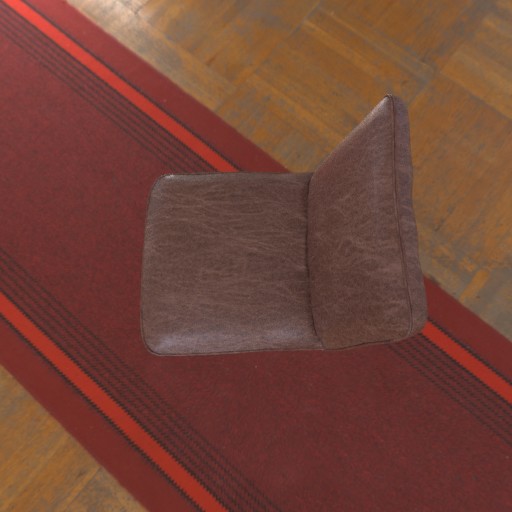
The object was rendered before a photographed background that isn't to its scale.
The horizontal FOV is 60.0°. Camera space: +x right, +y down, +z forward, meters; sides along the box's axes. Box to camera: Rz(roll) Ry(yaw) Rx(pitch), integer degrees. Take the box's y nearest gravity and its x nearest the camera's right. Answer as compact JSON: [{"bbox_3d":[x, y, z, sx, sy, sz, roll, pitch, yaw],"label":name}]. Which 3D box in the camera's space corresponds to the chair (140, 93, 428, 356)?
[{"bbox_3d":[0.000,0.000,1.205,0.645,0.803,0.543,-5,76,-1],"label":"chair"}]
